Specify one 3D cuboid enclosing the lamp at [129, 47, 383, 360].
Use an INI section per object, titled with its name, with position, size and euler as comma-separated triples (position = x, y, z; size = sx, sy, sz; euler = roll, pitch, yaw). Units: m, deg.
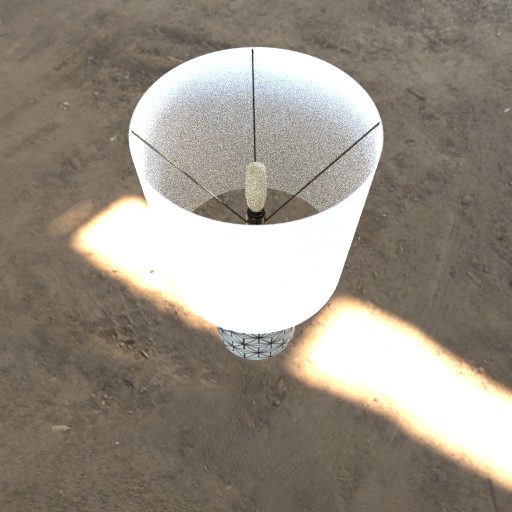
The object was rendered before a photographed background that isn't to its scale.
[lamp]
position = 0.000, 0.000, 0.540
size = 0.206, 0.416, 0.206
euler = -2, 59, -1
